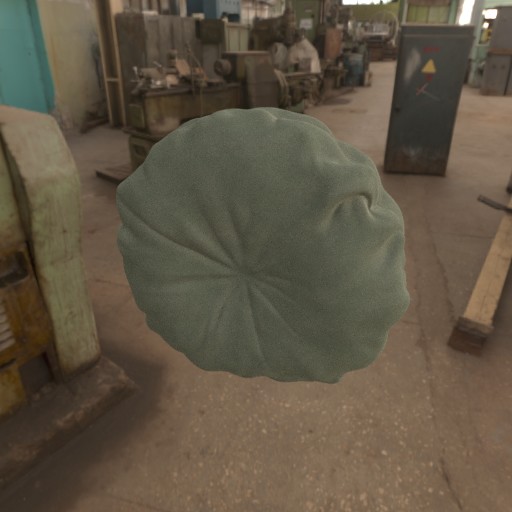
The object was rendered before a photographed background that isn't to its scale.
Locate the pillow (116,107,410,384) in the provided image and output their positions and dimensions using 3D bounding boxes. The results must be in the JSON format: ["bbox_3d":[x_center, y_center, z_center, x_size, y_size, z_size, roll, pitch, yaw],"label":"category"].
[{"bbox_3d":[0.000,0.000,0.637,0.428,0.407,0.148,8,28,15],"label":"pillow"}]
